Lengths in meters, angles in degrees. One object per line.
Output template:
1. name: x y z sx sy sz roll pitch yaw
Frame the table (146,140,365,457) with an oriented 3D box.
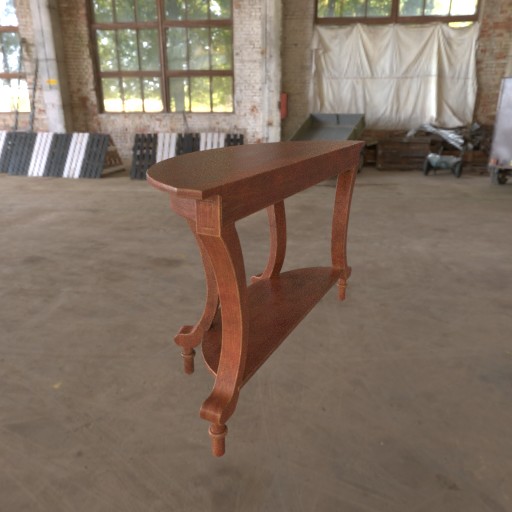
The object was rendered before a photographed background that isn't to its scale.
1. table: 0.000 0.000 1.534 0.394 0.699 1.198 10 22 26
